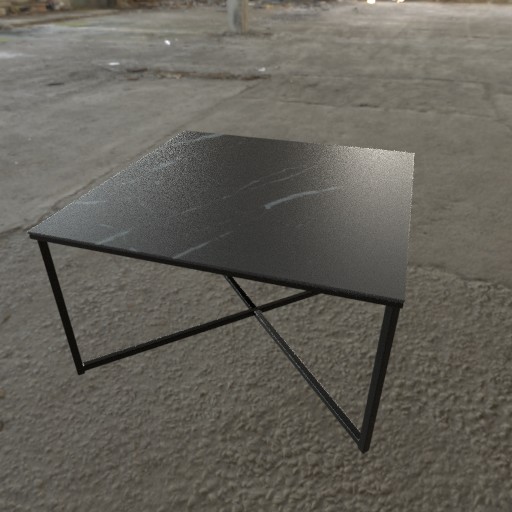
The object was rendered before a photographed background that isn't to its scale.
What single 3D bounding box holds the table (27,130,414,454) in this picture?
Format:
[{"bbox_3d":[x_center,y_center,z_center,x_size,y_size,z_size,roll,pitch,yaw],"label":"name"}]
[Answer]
[{"bbox_3d":[0.000,0.000,1.311,0.800,0.450,0.800,10,33,15],"label":"table"}]
